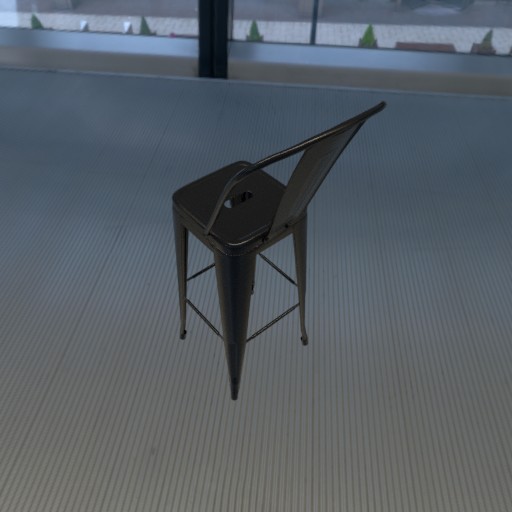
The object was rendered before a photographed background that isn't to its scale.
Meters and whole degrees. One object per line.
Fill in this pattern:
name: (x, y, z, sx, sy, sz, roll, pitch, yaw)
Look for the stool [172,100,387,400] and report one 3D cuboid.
stool: (0.000, 0.000, 1.332, 0.399, 1.096, 0.513, -31, 54, -27)
